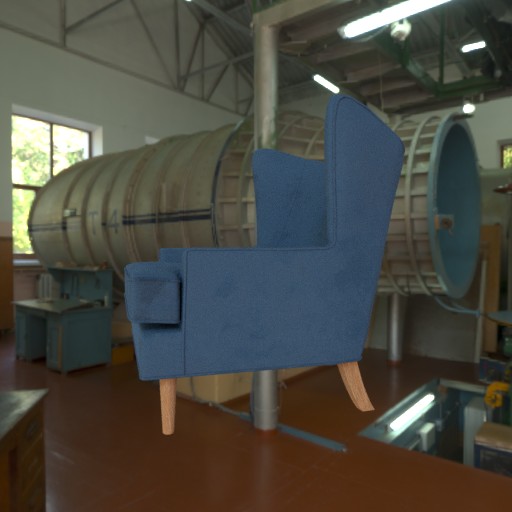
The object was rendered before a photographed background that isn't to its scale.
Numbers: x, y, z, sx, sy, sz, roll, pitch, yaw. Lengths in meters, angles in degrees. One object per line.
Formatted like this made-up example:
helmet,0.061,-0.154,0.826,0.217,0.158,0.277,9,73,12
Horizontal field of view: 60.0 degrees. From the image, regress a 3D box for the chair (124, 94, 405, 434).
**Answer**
chair,0.000,0.000,1.608,0.910,0.952,0.793,0,1,-17
